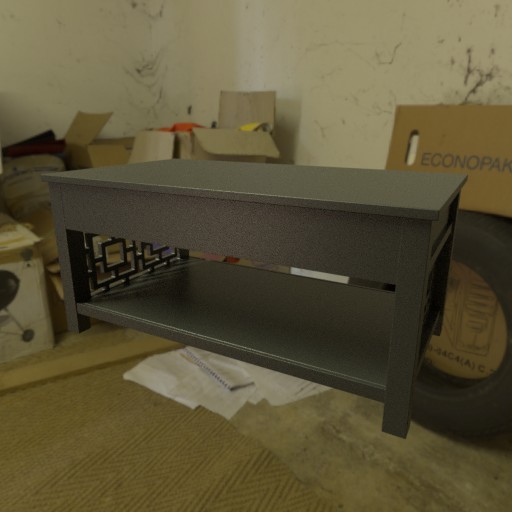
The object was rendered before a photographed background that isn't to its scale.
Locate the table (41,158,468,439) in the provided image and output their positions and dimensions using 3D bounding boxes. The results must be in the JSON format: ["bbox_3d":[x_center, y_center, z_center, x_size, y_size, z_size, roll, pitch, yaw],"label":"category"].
[{"bbox_3d":[0.000,0.000,1.347,1.068,0.493,0.612,9,19,28],"label":"table"}]
